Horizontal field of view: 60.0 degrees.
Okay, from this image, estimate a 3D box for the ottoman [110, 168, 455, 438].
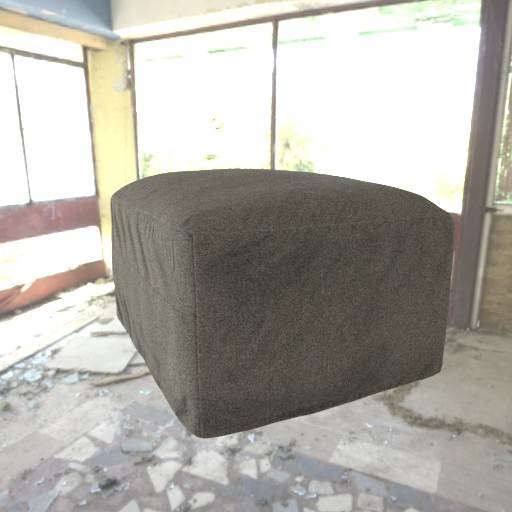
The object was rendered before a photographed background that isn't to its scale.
[{"bbox_3d":[0.000,0.000,1.248,0.683,0.481,0.837,-7,15,-27],"label":"ottoman"}]
